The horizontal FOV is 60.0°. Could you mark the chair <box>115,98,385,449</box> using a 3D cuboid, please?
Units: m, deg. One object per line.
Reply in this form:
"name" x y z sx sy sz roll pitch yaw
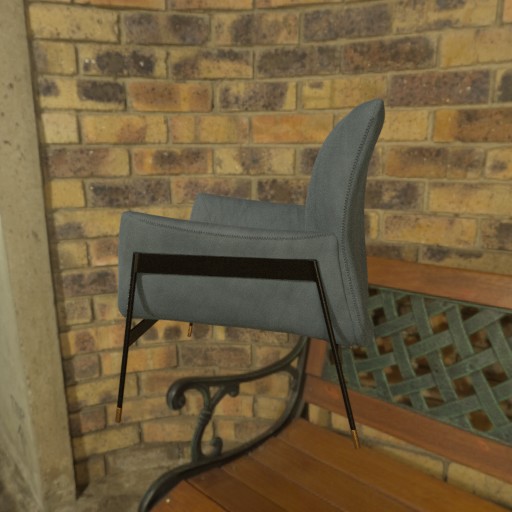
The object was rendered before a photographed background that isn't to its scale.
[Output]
"chair" 0.000 0.000 1.410 0.709 0.858 0.678 2 13 10
